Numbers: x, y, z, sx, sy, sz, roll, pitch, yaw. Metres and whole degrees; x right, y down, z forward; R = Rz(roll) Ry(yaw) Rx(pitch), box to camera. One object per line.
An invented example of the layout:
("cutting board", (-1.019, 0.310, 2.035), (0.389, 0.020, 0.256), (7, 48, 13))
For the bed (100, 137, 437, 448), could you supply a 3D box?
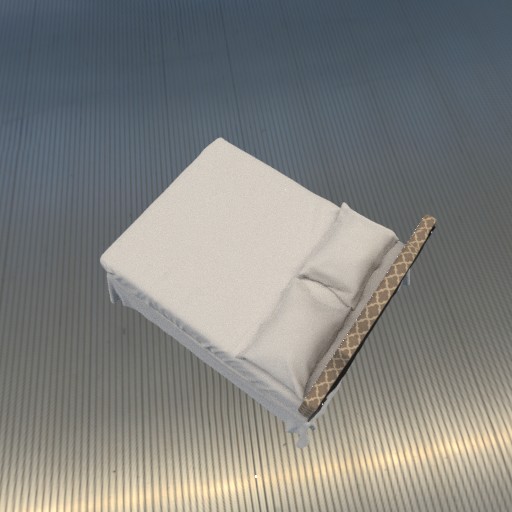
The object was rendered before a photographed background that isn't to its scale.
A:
("bed", (0.000, 0.000, 3.446), (2.222, 1.633, 1.780), (33, 68, 15))
